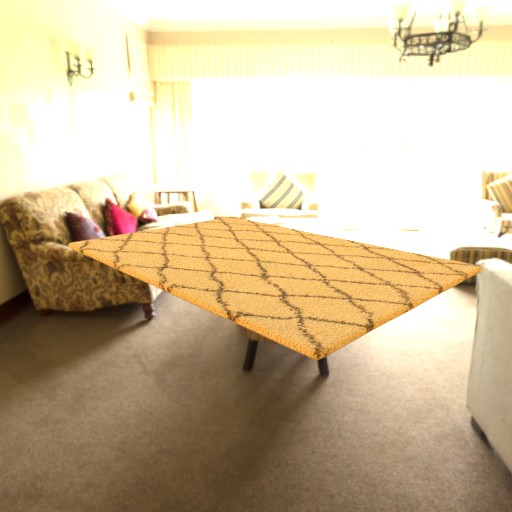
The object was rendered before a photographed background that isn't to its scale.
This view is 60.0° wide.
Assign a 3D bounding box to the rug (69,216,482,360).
[{"bbox_3d":[0.000,0.000,2.267,1.219,0.030,1.778,-14,21,-42],"label":"rug"}]
